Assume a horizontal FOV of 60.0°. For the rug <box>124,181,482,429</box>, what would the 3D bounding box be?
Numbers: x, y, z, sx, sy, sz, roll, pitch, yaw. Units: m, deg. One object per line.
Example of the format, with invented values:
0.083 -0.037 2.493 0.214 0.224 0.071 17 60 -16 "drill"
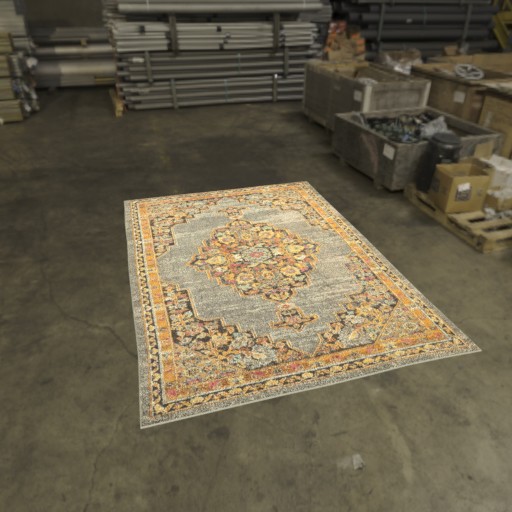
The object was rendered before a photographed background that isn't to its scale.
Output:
0.000 0.000 3.859 2.158 0.024 3.063 -8 32 -14 "rug"
